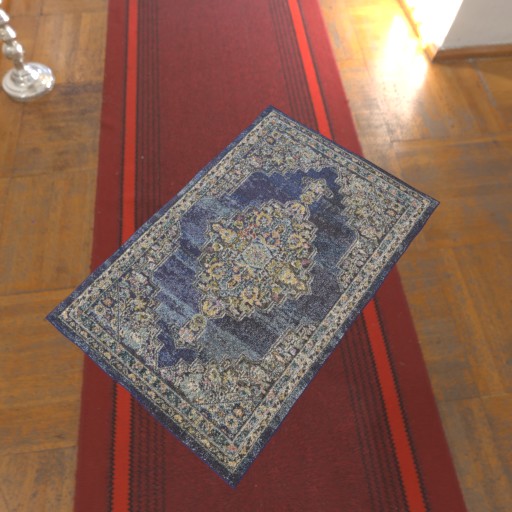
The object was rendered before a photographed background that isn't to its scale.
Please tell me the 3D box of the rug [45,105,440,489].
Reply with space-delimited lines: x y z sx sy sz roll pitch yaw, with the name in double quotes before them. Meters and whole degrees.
"rug" 0.000 0.000 2.277 1.184 0.012 1.781 35 68 17
